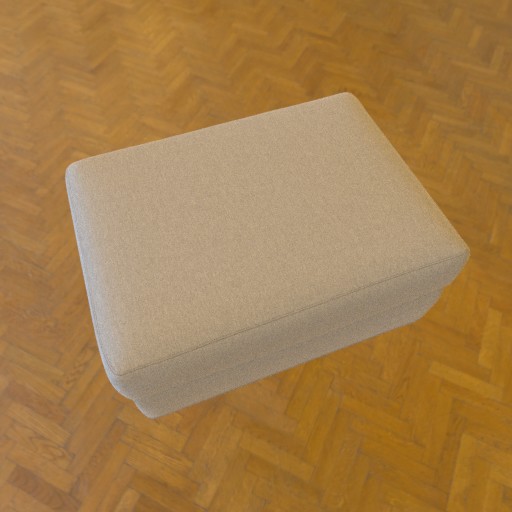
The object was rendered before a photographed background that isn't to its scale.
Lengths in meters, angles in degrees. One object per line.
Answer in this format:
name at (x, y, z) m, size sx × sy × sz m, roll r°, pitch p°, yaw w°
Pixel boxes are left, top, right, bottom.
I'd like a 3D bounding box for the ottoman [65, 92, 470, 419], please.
ottoman at (0.000, 0.000, 1.134) m, size 0.773 × 0.497 × 0.574 m, roll -18°, pitch 59°, yaw -11°
